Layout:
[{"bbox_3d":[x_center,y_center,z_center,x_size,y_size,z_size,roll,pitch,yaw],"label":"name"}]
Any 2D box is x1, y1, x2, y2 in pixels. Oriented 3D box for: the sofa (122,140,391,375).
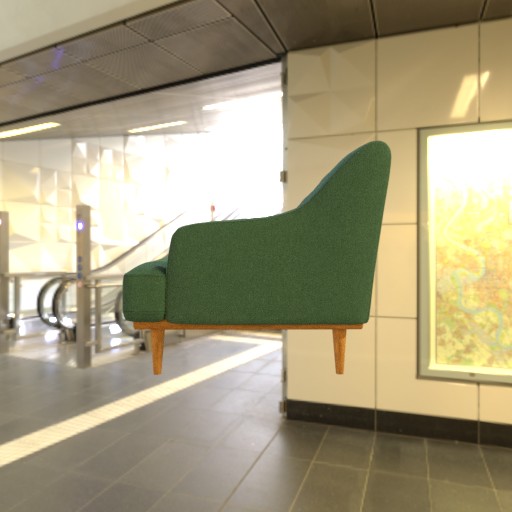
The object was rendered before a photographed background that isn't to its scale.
[{"bbox_3d":[0.000,0.000,2.573,0.978,0.871,2.057,0,0,0],"label":"sofa"}]
